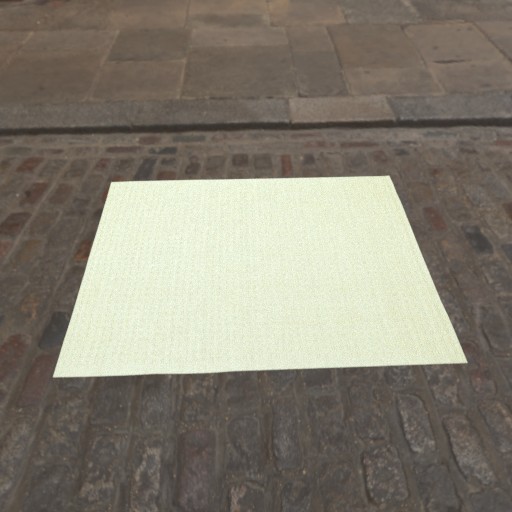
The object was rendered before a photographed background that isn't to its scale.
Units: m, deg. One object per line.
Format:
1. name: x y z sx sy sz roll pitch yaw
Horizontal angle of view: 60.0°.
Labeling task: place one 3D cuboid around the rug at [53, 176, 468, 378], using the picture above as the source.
1. rug: 0.000 0.000 4.248 3.204 0.016 2.452 -2 46 -2
